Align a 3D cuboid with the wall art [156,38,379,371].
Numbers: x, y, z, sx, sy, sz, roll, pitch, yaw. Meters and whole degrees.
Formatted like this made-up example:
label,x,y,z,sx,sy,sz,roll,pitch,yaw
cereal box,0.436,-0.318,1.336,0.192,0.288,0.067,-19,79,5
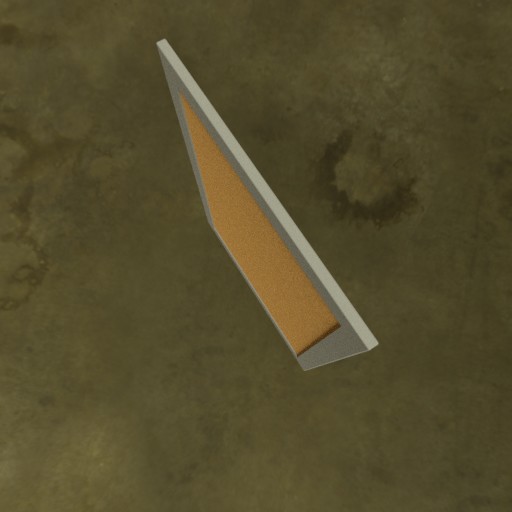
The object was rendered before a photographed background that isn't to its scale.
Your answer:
label,x,y,z,sx,sy,sz,roll,pitch,yaw
wall art,0.000,0.000,0.673,0.012,0.529,0.374,-31,76,-9
